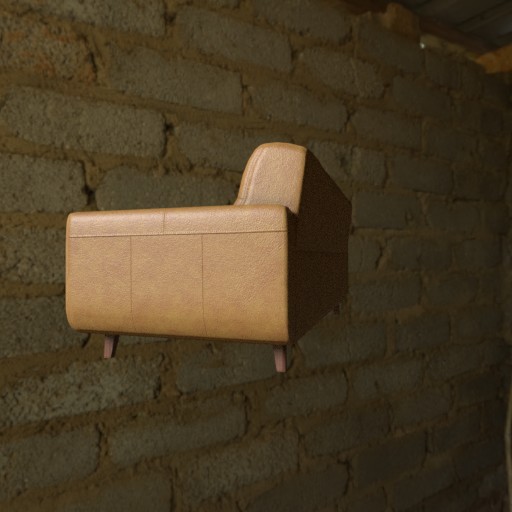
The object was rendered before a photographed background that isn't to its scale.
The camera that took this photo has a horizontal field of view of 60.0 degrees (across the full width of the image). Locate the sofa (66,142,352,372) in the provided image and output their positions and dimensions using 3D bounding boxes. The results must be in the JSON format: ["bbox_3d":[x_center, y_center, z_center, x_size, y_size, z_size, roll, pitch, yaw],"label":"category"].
[{"bbox_3d":[0.000,0.000,2.660,0.980,0.892,2.137,0,0,17],"label":"sofa"}]
